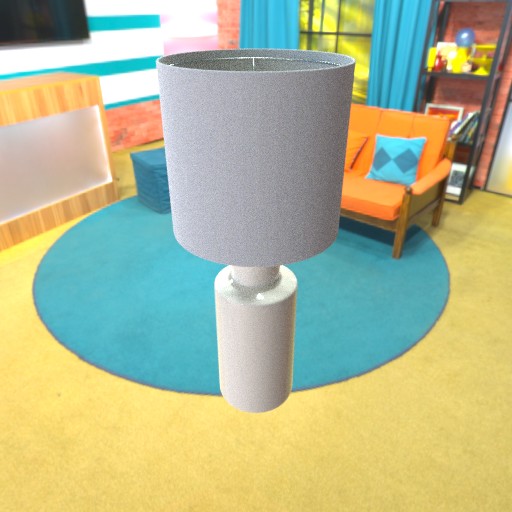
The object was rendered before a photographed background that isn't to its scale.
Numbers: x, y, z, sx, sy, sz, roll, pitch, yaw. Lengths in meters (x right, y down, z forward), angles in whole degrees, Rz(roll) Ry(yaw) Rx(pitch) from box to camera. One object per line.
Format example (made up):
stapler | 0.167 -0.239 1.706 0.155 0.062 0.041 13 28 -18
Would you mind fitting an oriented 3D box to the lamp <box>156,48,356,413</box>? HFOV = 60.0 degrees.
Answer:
lamp | 0.000 0.000 0.601 0.212 0.493 0.212 -1 30 -2
